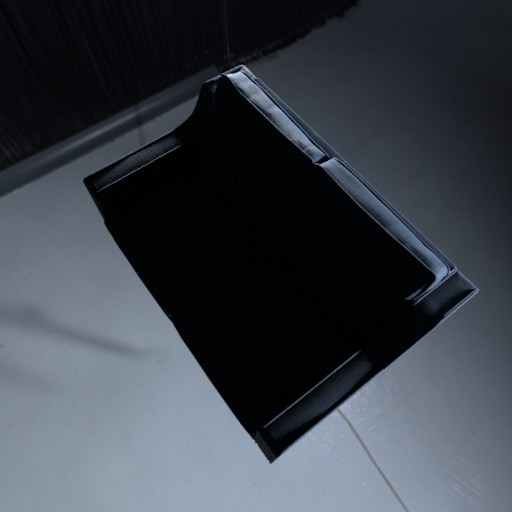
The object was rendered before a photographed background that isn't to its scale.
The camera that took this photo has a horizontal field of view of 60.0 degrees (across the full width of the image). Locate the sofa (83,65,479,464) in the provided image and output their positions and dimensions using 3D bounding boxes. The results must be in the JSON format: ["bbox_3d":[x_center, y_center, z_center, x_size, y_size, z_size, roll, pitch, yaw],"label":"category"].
[{"bbox_3d":[0.000,0.000,2.091,0.987,0.971,1.501,-34,68,-16],"label":"sofa"}]
